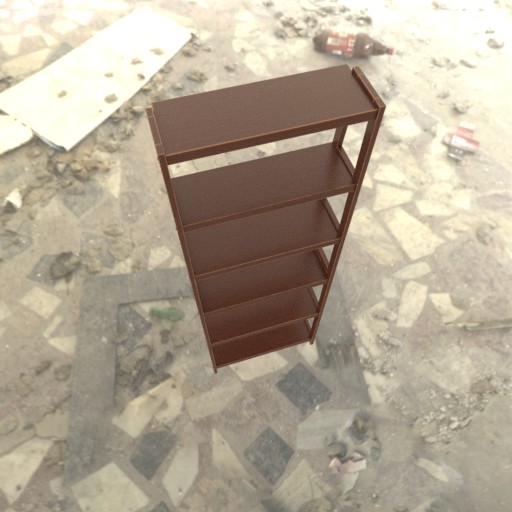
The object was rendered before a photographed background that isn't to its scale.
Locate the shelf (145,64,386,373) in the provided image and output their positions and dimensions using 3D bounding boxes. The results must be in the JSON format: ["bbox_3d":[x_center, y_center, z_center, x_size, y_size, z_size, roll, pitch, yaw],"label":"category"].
[{"bbox_3d":[0.000,0.000,2.105,0.660,1.892,0.381,-15,59,-9],"label":"shelf"}]
